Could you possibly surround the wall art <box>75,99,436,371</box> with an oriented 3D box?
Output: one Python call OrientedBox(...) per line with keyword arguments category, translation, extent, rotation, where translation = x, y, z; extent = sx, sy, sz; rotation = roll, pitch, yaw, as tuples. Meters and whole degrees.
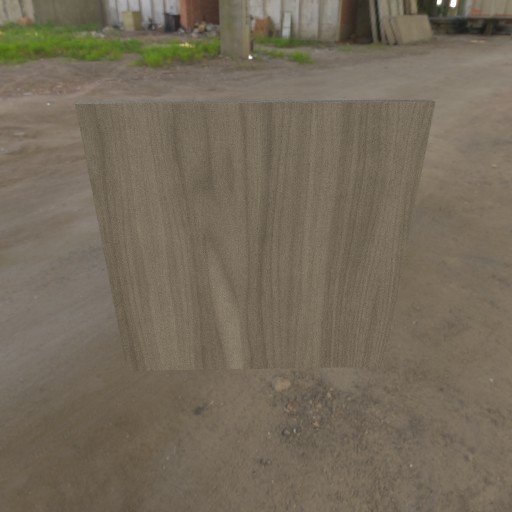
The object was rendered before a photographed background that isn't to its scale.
OrientedBox(category="wall art", translation=(0.000, 0.000, 0.757), extent=(0.508, 0.507, 0.016), rotation=(-1, 30, -1))
